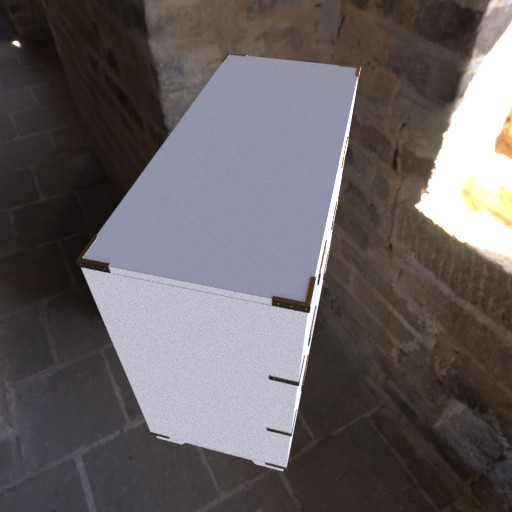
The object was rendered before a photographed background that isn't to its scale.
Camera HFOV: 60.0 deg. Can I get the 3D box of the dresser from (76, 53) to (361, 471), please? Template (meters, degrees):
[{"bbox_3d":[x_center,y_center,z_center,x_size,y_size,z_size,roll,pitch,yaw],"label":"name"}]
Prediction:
[{"bbox_3d":[0.000,0.000,1.481,0.460,0.891,1.022,10,47,10],"label":"dresser"}]
